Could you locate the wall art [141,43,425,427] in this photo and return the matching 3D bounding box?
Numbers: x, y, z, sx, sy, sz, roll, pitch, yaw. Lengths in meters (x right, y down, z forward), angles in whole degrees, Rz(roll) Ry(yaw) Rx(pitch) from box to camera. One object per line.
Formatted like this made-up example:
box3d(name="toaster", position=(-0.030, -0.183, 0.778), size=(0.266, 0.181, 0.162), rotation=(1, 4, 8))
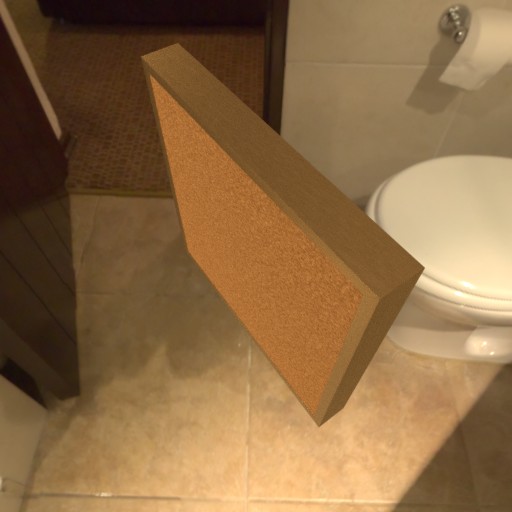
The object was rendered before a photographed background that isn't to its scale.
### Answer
box3d(name="wall art", position=(0.000, 0.000, 0.460), size=(0.038, 0.305, 0.304), rotation=(-30, 61, -19))
